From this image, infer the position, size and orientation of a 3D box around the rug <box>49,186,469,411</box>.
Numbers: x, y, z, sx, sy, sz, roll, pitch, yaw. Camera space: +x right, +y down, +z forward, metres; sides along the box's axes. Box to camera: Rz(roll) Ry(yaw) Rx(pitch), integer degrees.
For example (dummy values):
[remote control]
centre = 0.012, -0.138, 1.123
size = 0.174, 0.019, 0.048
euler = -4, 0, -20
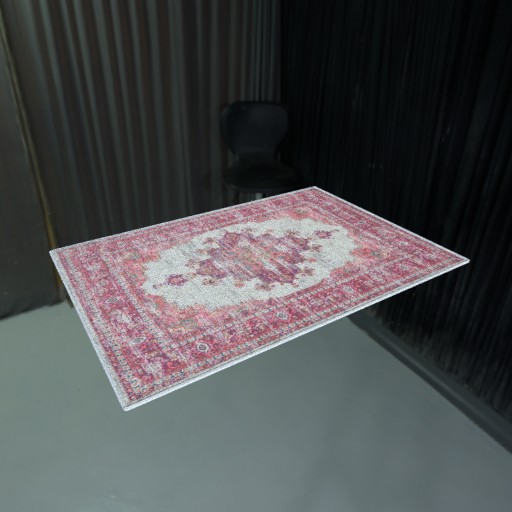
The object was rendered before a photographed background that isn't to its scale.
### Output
[rug]
centre = 0.000, 0.000, 2.238
size = 1.747, 0.011, 1.217
euler = -17, 34, -28
